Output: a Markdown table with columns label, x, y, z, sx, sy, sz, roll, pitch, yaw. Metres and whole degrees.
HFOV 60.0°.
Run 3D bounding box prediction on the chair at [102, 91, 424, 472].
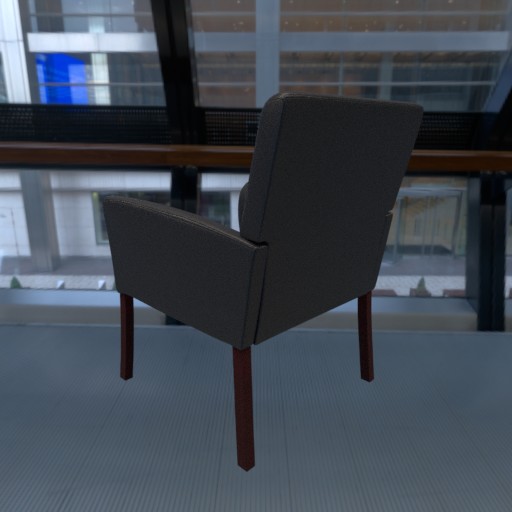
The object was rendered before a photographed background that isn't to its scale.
| label | x | y | z | sx | sy | sz | roll | pitch | yaw |
| --- | --- | --- | --- | --- | --- | --- | --- | --- | --- |
| chair | 0.000 | 0.000 | 1.463 | 0.772 | 0.951 | 0.683 | 15 | 22 | 43 |
